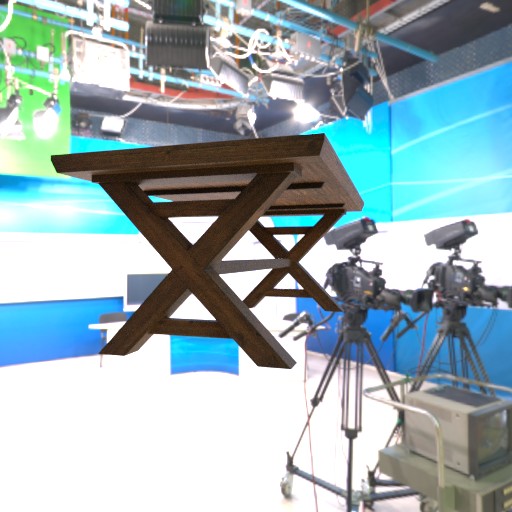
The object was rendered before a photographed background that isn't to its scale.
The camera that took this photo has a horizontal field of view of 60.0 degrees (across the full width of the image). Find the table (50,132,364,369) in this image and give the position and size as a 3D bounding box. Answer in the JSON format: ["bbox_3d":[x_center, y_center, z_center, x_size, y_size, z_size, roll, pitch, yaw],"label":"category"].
[{"bbox_3d":[0.000,0.000,2.511,1.071,0.793,1.966,0,0,17],"label":"table"}]
